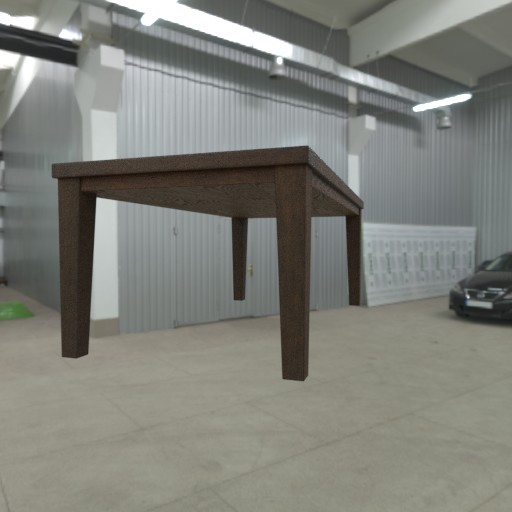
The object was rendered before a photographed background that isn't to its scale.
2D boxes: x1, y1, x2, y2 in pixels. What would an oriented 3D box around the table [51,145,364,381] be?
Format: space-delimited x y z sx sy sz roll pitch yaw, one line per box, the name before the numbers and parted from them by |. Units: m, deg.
table | 0.000 0.000 2.509 1.016 0.762 1.981 1 2 19
